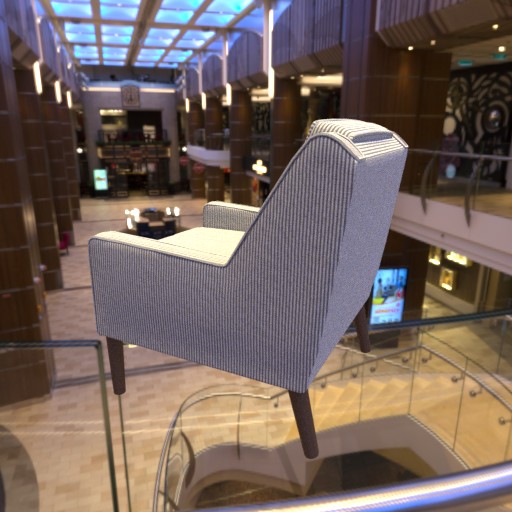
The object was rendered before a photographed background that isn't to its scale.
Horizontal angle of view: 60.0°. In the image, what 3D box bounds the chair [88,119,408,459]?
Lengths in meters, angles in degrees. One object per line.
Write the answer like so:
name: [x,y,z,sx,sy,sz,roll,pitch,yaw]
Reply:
chair: [0.000,0.000,1.347,0.743,0.792,0.663,8,18,25]
